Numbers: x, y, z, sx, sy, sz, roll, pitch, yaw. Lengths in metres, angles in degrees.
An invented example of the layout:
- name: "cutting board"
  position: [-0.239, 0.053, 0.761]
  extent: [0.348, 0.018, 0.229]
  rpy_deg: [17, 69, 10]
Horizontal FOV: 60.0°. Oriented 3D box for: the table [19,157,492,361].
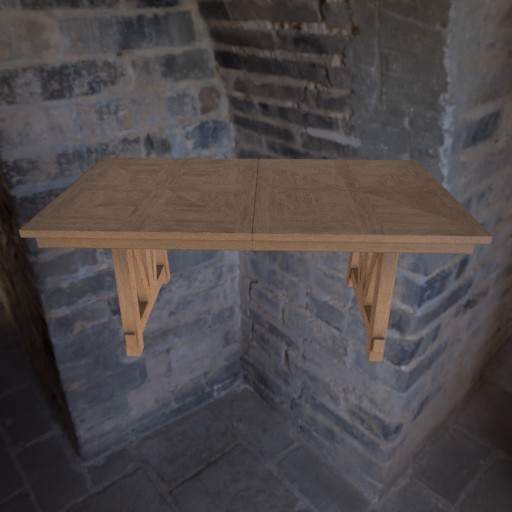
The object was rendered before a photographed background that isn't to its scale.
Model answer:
- name: "table"
  position: [0.000, 0.000, 2.389]
  extent: [1.881, 0.768, 1.016]
  rpy_deg: [1, 29, 2]
